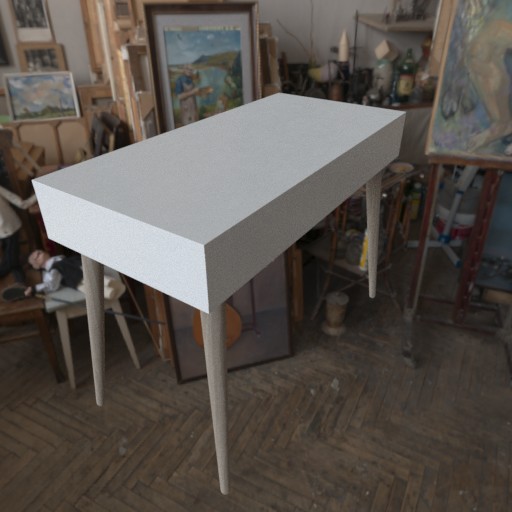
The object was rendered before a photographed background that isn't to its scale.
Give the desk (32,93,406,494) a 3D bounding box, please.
[{"bbox_3d":[0.000,0.000,1.351,0.491,0.723,0.979,20,38,28],"label":"desk"}]
